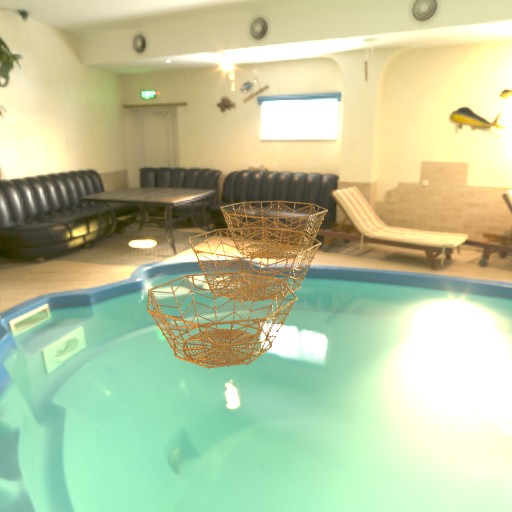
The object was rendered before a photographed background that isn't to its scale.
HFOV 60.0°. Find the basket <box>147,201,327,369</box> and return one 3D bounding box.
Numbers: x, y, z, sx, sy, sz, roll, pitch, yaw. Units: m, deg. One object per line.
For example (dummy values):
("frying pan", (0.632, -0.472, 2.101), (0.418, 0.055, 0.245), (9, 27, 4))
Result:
("basket", (0.000, 0.000, 1.400), (0.432, 0.178, 1.245), (2, 15, 9))
